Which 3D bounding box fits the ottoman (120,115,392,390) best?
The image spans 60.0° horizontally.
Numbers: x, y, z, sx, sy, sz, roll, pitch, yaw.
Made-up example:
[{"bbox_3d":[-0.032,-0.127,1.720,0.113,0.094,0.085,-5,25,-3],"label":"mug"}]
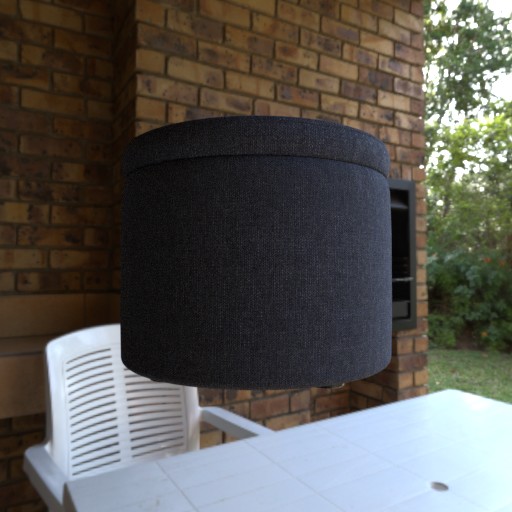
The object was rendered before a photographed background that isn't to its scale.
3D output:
[{"bbox_3d":[0.000,0.000,0.889,0.520,0.430,0.520,0,-1,0],"label":"ottoman"}]
